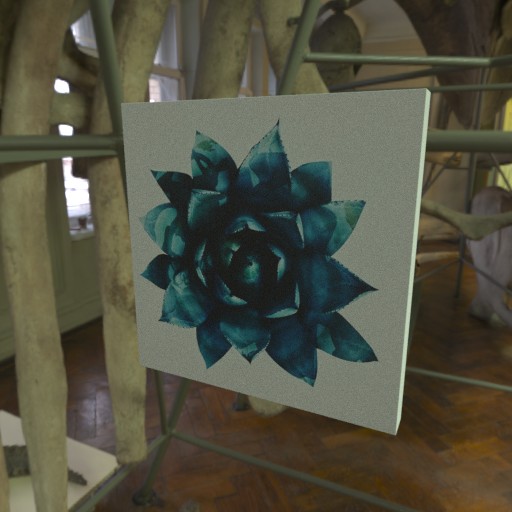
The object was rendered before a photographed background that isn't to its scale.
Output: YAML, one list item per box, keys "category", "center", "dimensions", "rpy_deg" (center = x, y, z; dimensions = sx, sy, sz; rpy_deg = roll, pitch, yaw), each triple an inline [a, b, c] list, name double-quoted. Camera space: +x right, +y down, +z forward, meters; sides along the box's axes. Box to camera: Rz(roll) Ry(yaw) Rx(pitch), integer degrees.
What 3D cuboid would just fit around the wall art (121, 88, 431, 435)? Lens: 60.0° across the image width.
- category: "wall art"
  center: [0.000, 0.000, 0.605]
  dimensions: [0.406, 0.406, 0.038]
  rpy_deg: [7, 16, 25]
